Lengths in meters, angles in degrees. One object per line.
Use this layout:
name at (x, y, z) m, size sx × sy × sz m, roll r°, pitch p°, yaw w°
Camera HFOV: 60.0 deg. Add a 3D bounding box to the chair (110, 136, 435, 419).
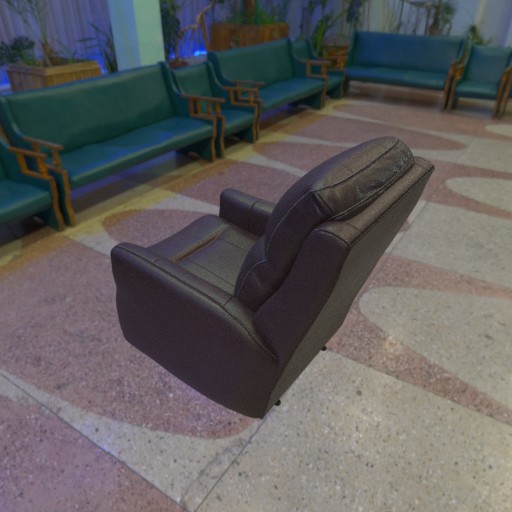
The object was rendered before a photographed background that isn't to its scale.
chair at (0.000, 0.000, 1.806) m, size 1.080 × 1.030 × 0.829 m, roll 21°, pitch 38°, yaw 30°
